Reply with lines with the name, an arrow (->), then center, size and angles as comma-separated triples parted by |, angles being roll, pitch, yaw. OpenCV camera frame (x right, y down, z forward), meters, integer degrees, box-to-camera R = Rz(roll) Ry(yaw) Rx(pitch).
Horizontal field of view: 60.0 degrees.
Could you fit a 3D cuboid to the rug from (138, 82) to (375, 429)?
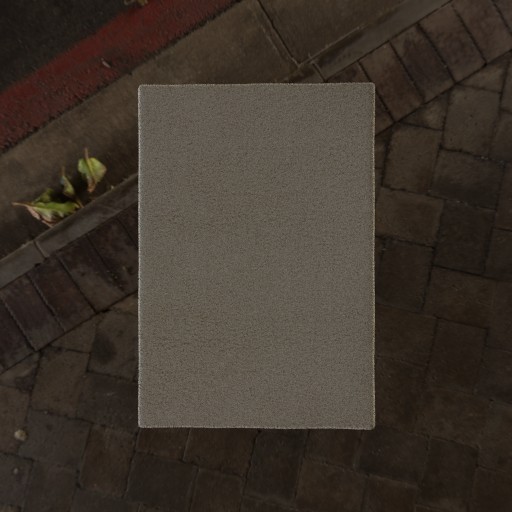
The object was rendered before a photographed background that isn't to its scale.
rug -> 0.000, 0.000, 2.292 | 1.219, 0.030, 1.778 | 0, 90, 1
